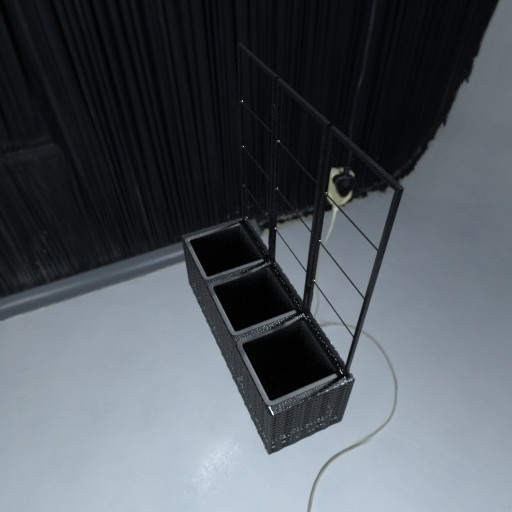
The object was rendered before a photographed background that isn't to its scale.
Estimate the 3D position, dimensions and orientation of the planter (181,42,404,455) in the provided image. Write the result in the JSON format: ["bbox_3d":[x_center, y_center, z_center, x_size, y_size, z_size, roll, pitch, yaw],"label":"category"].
[{"bbox_3d":[0.000,0.000,1.186,0.244,0.841,0.698,-18,49,-17],"label":"planter"}]
